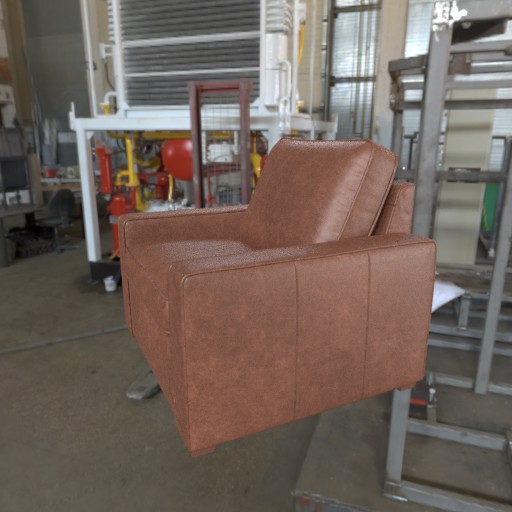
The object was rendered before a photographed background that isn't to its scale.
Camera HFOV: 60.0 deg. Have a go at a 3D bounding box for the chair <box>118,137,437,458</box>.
[{"bbox_3d":[0.000,0.000,1.784,0.940,0.919,1.017,-7,17,-25],"label":"chair"}]
